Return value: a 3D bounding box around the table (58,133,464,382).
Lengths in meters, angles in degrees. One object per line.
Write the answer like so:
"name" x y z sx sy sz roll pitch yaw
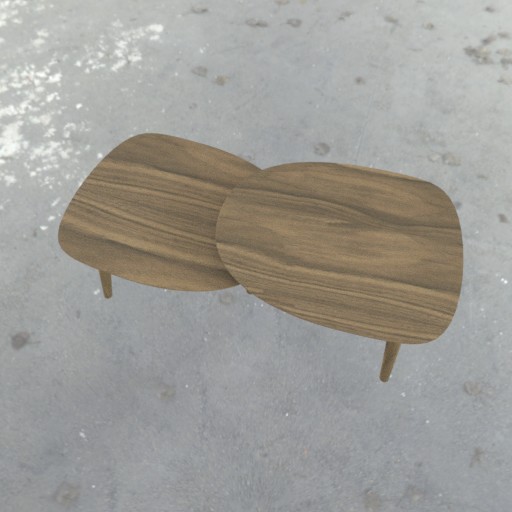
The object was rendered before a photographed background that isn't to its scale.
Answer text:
"table" 0.000 0.000 1.371 1.084 0.429 0.527 15 59 9
